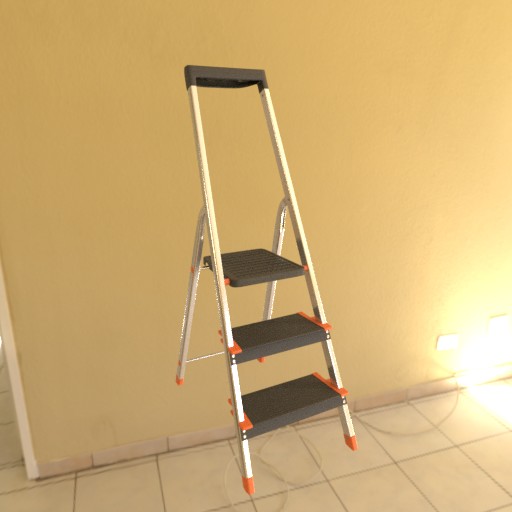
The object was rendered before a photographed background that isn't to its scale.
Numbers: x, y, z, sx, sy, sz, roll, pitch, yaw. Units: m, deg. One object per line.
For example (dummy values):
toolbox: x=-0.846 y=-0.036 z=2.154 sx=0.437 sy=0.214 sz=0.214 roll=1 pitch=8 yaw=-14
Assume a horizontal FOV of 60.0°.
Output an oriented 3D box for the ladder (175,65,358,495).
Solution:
ladder: x=0.000 y=0.000 z=1.508 sx=0.416 sy=1.229 sz=0.686 roll=-9 pitch=19 yaw=-27
